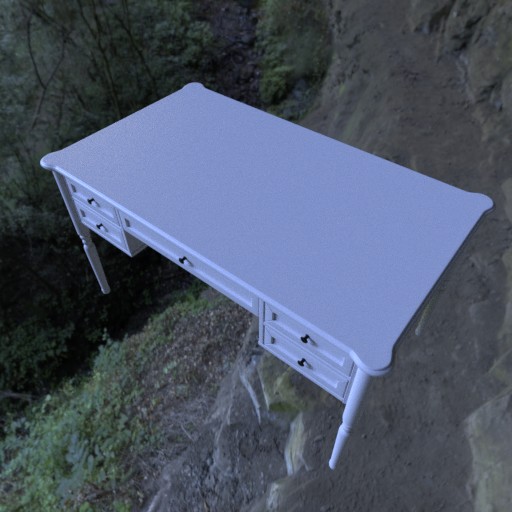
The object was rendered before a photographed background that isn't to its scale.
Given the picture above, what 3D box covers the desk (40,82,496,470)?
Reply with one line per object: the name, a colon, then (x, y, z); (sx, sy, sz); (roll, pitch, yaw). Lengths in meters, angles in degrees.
desk: (0.000, 0.000, 1.774); (1.380, 0.762, 0.807); (30, 53, 25)
